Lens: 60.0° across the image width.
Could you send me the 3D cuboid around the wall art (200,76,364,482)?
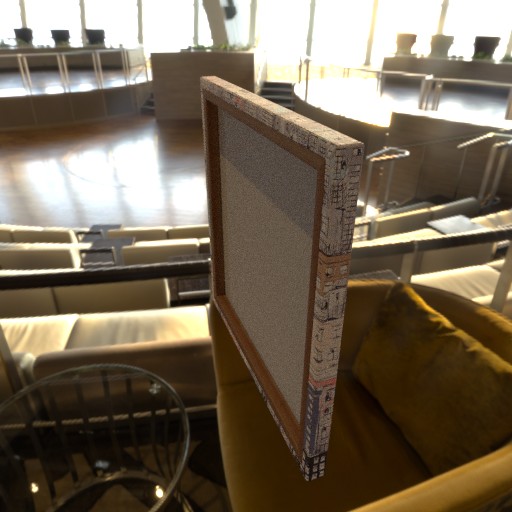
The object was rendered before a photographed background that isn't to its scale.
[{"bbox_3d":[0.000,0.000,0.898,0.038,0.608,0.607,-11,31,-18],"label":"wall art"}]
